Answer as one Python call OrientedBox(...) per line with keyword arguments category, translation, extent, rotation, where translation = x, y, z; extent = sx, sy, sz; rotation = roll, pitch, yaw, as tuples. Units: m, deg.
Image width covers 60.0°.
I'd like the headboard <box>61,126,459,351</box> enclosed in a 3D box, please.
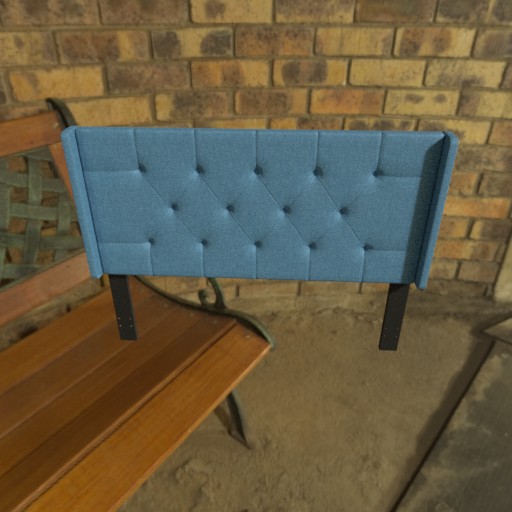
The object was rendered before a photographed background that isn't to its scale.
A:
OrientedBox(category="headboard", translation=(0.000, 0.000, 2.718), extent=(2.051, 1.524, 0.184), rotation=(2, 30, 3))
